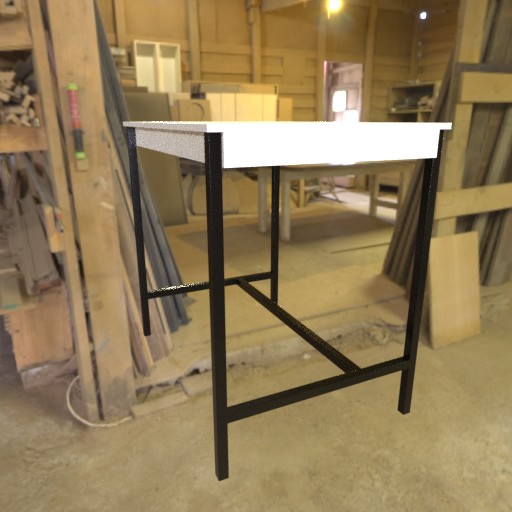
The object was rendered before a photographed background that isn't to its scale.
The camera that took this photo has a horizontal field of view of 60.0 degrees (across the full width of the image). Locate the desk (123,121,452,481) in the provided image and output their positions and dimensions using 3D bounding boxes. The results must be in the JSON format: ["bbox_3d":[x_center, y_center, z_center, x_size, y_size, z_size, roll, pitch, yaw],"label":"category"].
[{"bbox_3d":[0.000,0.000,1.326,0.573,0.766,0.811,-8,19,-24],"label":"desk"}]
